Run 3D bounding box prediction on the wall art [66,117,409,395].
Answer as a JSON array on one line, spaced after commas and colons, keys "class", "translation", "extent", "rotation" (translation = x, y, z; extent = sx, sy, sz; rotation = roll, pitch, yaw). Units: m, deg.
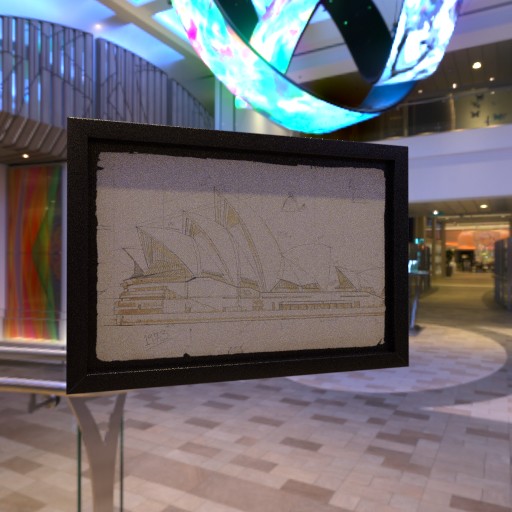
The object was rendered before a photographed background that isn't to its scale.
[{"class": "wall art", "translation": [0.000, 0.000, 0.558], "extent": [0.440, 0.306, 0.013], "rotation": [0, 0, -17]}]
